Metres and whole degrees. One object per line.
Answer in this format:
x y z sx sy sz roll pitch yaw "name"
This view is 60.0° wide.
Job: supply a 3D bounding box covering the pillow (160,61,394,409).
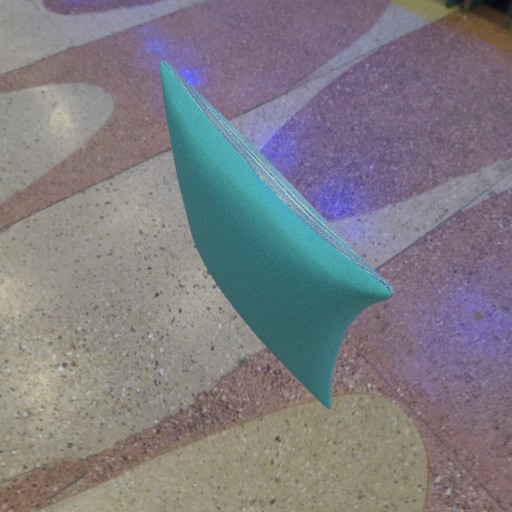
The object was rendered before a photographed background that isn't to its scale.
0.000 0.000 0.792 0.150 0.497 0.514 -31 63 -18 "pillow"
